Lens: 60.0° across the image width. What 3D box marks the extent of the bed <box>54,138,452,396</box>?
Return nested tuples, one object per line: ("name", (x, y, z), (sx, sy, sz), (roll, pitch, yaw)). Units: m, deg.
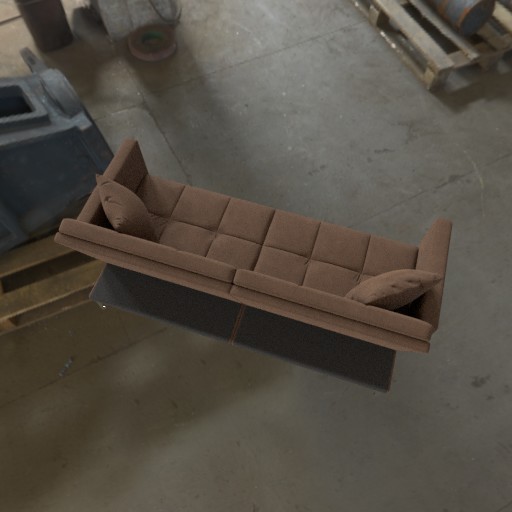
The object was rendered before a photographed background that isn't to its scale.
("bed", (0.000, 0.000, 2.408), (1.905, 0.787, 0.889), (16, 64, 8))
